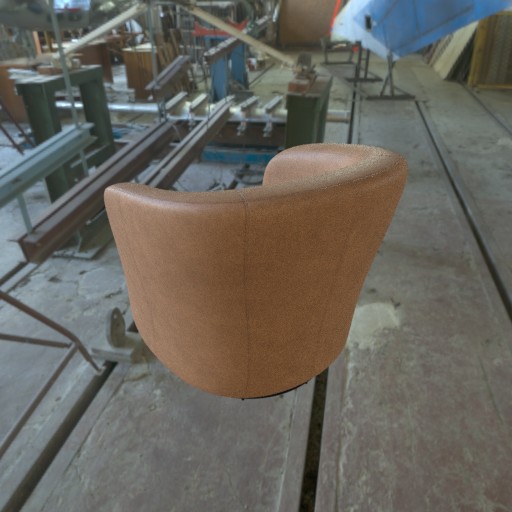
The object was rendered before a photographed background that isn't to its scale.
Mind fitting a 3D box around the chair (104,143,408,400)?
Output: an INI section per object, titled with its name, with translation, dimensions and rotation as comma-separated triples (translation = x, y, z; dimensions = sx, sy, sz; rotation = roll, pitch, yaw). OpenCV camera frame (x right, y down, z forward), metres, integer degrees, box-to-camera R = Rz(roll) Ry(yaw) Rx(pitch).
[chair]
translation = 0.000, 0.000, 1.451
dimensions = 0.791, 0.771, 0.815
rotation = -19, 36, -28
